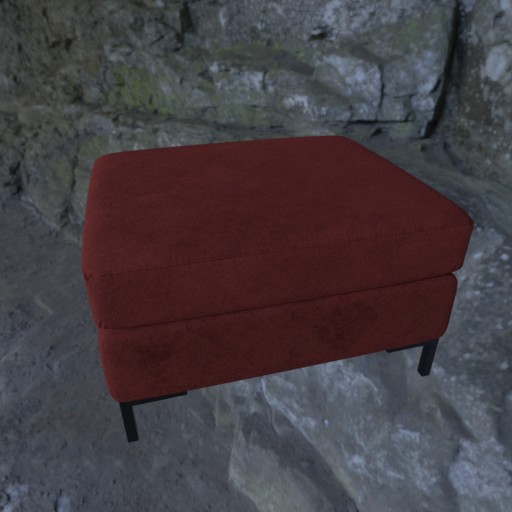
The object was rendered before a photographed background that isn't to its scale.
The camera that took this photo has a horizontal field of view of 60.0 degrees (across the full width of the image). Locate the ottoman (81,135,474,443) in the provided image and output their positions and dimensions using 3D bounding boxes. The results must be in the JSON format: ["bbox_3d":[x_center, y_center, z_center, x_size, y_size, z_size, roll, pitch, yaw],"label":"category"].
[{"bbox_3d":[0.000,0.000,1.163,0.782,0.462,0.650,-8,32,-13],"label":"ottoman"}]
